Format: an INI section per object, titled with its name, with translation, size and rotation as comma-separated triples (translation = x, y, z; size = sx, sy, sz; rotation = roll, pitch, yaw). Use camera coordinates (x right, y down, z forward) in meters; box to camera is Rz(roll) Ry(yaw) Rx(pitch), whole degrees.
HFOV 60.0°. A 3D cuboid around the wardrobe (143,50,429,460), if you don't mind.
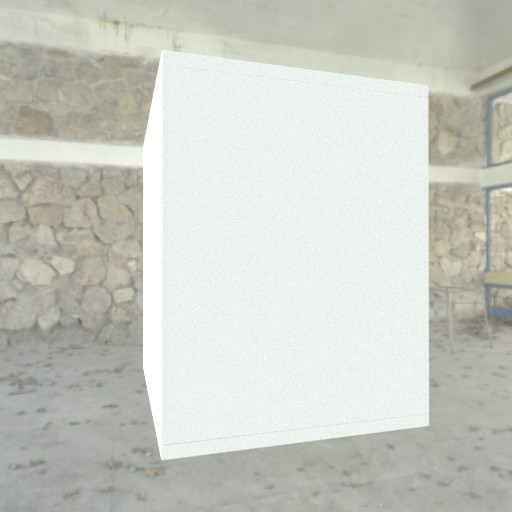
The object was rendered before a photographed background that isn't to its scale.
[wardrobe]
translation = 0.000, 0.000, 0.857
size = 0.400, 0.520, 0.500
rotation = 0, 0, -17
